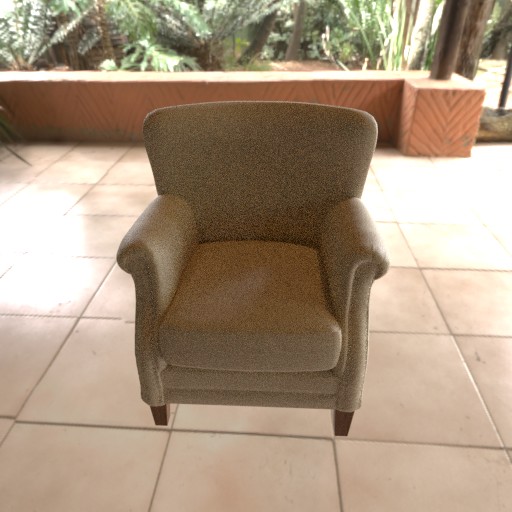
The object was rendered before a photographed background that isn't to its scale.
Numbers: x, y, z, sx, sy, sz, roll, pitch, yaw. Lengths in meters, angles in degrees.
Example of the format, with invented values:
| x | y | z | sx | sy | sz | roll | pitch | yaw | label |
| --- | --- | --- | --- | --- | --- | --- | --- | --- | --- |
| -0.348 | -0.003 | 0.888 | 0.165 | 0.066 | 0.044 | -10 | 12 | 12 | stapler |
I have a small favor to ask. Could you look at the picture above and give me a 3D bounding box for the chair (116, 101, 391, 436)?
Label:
| x | y | z | sx | sy | sz | roll | pitch | yaw | label |
| --- | --- | --- | --- | --- | --- | --- | --- | --- | --- |
| 0.000 | 0.000 | 1.624 | 0.861 | 0.936 | 0.921 | 1 | 31 | 2 | chair |
